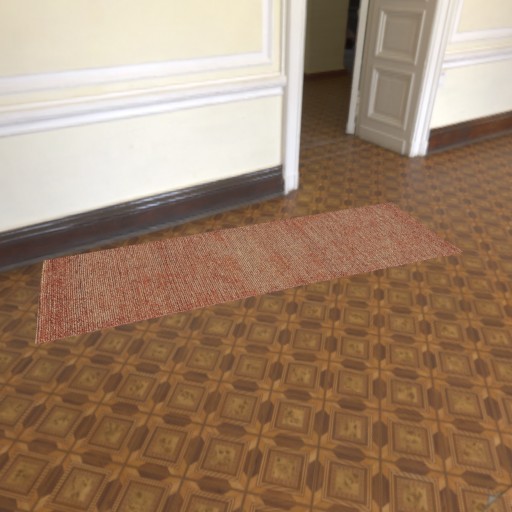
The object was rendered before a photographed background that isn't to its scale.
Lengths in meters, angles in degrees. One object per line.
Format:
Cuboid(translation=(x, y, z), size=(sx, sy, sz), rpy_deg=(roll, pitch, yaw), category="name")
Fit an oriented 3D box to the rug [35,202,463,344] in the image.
Cuboid(translation=(0.000, 0.000, 2.590), size=(2.353, 0.013, 0.718), rpy_deg=(-11, 34, -16), category="rug")
